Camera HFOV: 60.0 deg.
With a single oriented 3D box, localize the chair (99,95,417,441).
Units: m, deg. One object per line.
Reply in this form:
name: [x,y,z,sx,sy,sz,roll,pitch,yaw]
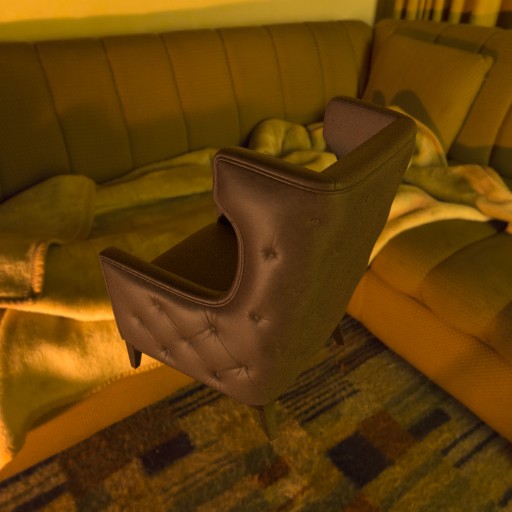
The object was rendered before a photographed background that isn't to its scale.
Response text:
chair: [0.000,0.000,1.663,0.899,1.079,0.769,21,39,28]
